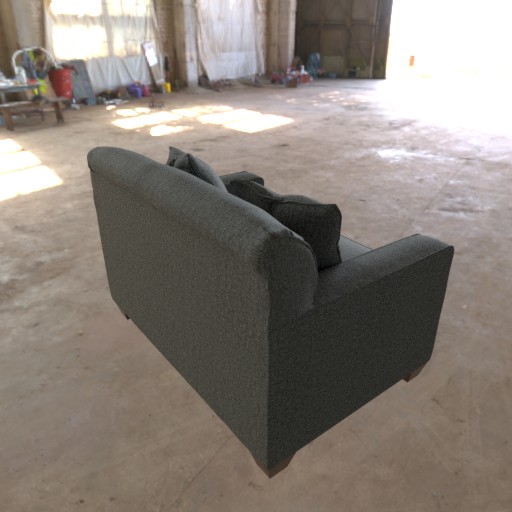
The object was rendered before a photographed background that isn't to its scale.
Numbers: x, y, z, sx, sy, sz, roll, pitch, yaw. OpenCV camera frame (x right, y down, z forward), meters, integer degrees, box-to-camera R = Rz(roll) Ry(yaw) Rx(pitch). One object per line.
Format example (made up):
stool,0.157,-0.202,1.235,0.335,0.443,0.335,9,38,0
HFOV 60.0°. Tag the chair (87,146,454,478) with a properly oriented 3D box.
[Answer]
chair,0.000,0.000,2.037,1.000,0.948,1.383,-19,32,-33
